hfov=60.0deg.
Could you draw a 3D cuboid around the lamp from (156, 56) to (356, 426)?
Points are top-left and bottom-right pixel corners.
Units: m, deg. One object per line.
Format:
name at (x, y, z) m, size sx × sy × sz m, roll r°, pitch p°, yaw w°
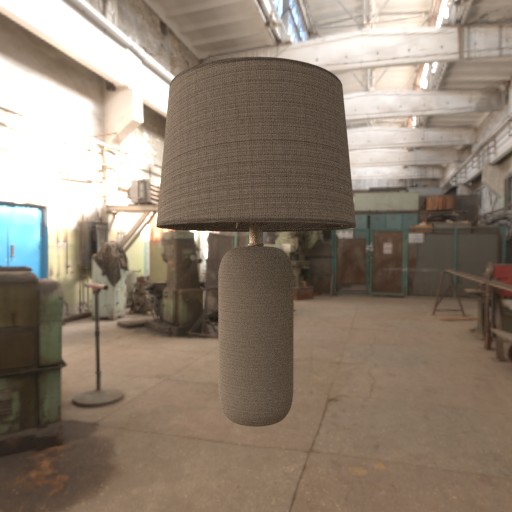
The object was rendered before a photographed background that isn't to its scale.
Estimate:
lamp at (0.000, 0.000, 0.835) m, size 0.367 × 0.609 × 0.367 m, roll 0°, pitch 1°, yaw 0°
